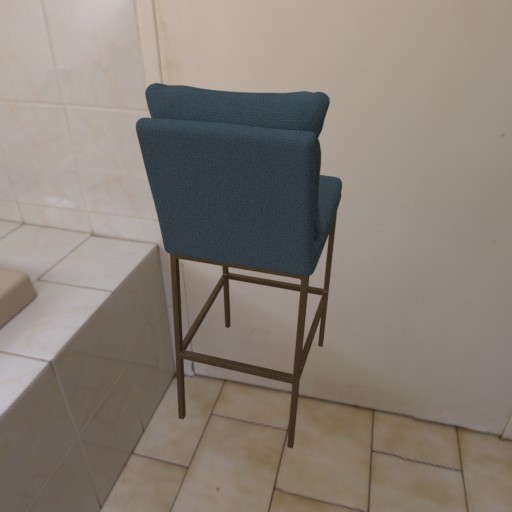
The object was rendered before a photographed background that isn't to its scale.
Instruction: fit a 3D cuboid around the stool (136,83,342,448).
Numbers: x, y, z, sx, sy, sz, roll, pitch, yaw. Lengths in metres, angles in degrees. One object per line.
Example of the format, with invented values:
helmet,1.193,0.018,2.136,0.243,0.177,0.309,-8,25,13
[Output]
stool,0.000,0.000,1.459,0.463,1.124,0.568,9,32,14
